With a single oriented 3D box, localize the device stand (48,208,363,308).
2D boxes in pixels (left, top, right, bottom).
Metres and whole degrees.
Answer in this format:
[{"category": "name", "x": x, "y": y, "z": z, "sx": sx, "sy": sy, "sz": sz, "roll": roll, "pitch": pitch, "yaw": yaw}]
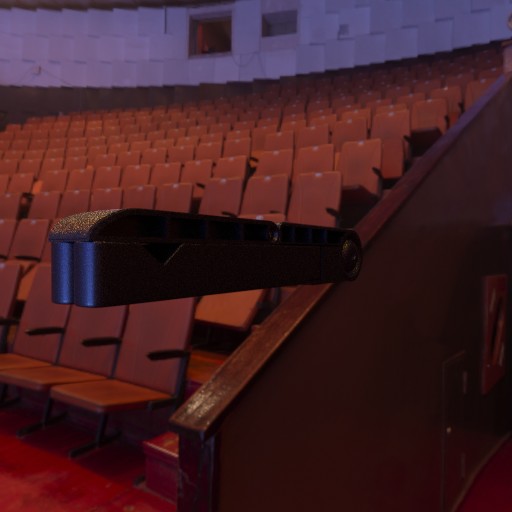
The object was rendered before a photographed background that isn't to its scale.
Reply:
[{"category": "device stand", "x": 0.000, "y": 0.000, "z": 0.197, "sx": 0.026, "sy": 0.030, "sz": 0.179, "roll": 0, "pitch": 1, "yaw": 37}]
